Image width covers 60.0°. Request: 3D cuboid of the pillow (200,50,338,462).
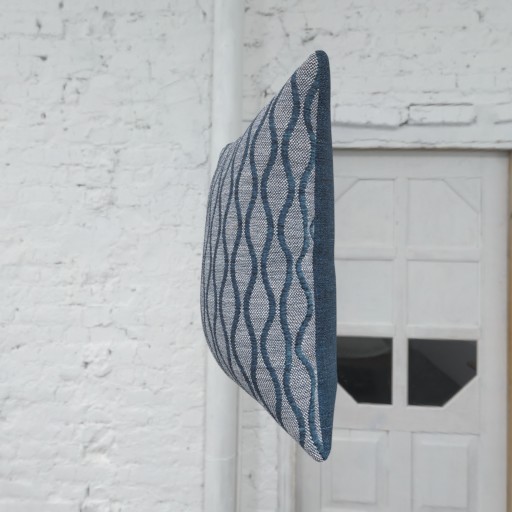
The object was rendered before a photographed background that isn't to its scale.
[{"bbox_3d":[0.000,0.000,0.665,0.159,0.435,0.435,0,0,-18],"label":"pillow"}]
